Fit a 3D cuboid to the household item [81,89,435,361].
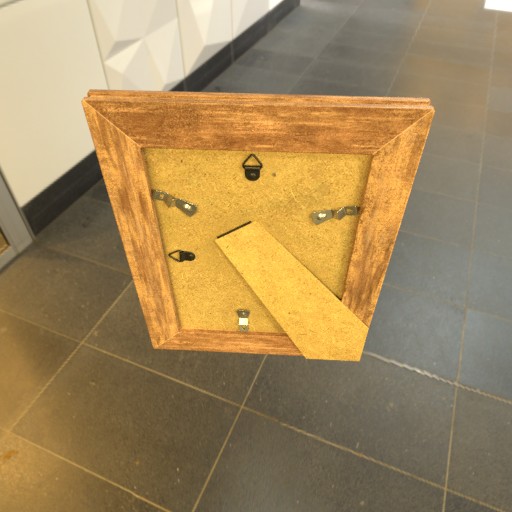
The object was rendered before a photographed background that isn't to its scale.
[{"bbox_3d":[0.000,0.000,0.320,0.186,0.237,0.018,2,45,2],"label":"household item"}]
